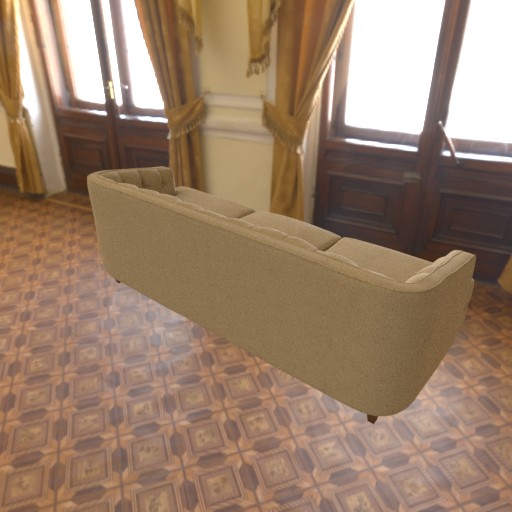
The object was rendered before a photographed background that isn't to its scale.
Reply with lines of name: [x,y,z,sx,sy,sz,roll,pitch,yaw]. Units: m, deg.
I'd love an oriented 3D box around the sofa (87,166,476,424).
sofa: [0.000,0.000,2.627,2.235,0.788,0.913,21,35,34]
